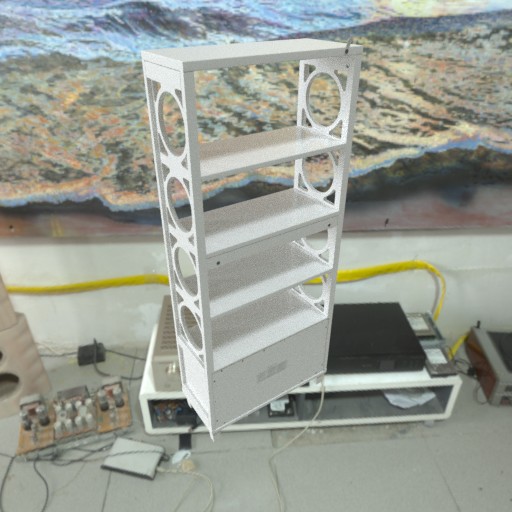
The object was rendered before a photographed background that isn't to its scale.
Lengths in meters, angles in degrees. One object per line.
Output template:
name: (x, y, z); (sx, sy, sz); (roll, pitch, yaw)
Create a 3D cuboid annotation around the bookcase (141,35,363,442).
bookcase: (0.000, 0.000, 2.089); (0.761, 1.869, 0.361); (-19, 36, -29)
